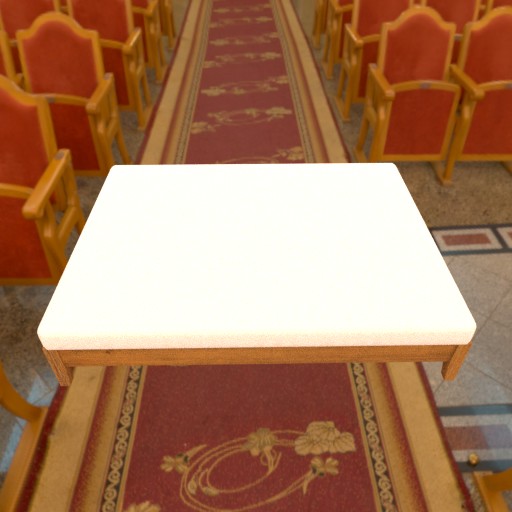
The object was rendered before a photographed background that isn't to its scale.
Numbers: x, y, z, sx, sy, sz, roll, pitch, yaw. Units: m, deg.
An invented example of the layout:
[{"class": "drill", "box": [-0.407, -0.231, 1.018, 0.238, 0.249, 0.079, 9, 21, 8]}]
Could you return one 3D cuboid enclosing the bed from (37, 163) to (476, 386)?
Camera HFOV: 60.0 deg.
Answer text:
[{"class": "bed", "box": [0.000, 0.000, 2.701, 2.016, 0.431, 1.536, -1, 41, -1]}]
